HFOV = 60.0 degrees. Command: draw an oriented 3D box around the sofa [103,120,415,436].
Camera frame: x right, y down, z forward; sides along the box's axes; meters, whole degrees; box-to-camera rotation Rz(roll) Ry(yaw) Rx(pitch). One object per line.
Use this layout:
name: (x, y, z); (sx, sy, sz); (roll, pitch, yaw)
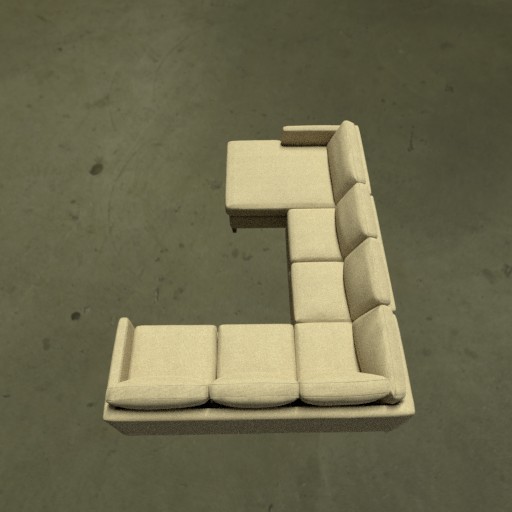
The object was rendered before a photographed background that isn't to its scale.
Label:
sofa: (0.000, 0.000, 4.712); (2.593, 0.959, 3.460); (-1, 58, 0)
